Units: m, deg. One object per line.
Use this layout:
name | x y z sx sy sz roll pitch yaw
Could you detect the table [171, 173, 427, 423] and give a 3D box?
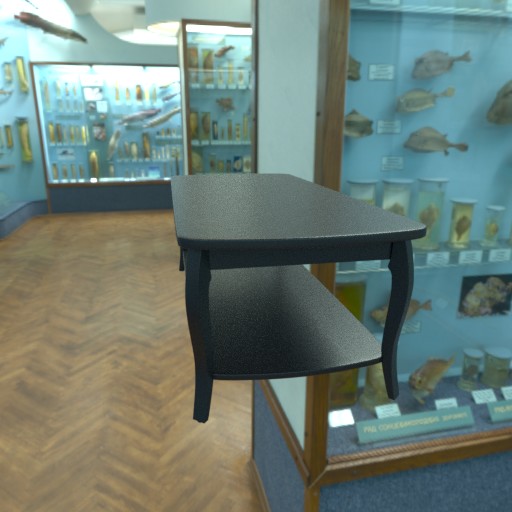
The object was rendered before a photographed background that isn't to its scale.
table | 0.000 0.000 1.594 0.571 0.457 1.333 -3 16 -11
